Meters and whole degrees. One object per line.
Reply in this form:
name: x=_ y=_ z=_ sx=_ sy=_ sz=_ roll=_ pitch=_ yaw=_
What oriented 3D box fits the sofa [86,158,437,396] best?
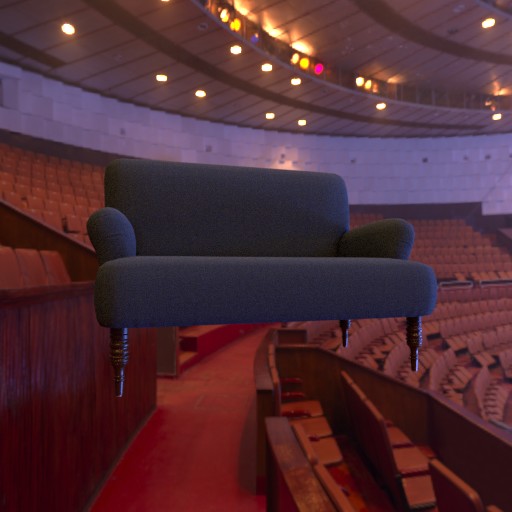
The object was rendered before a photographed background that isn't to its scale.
sofa: x=0.000 y=0.000 z=1.831 sx=1.297 sy=0.889 sz=0.779 roll=0 pitch=-2 yaw=-18
